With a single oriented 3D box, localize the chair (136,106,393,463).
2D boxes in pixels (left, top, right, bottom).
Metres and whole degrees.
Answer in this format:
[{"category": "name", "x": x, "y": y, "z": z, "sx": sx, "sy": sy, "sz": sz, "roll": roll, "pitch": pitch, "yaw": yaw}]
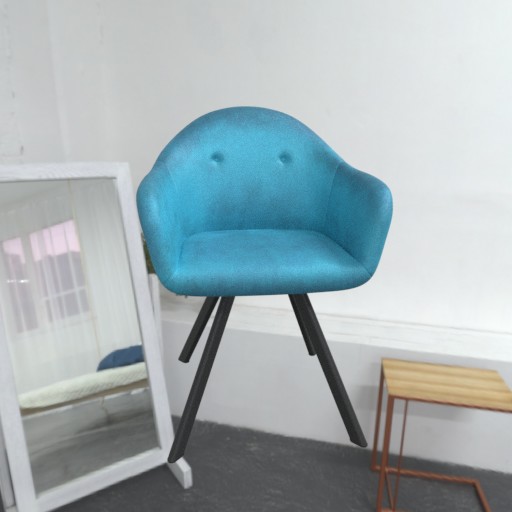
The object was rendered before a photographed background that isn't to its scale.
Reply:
[{"category": "chair", "x": 0.000, "y": 0.000, "z": 1.173, "sx": 0.540, "sy": 0.780, "sz": 0.570, "roll": -2, "pitch": 15, "yaw": -6}]
